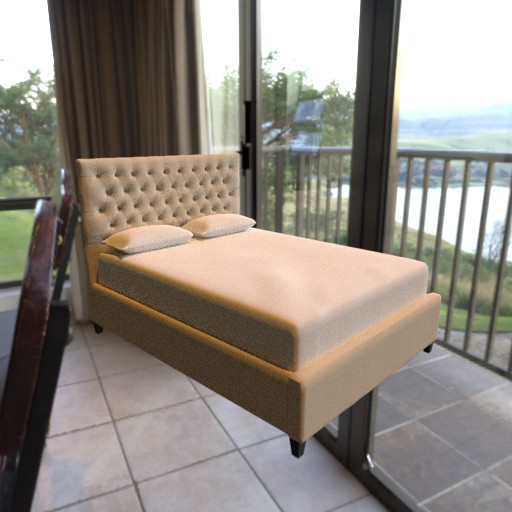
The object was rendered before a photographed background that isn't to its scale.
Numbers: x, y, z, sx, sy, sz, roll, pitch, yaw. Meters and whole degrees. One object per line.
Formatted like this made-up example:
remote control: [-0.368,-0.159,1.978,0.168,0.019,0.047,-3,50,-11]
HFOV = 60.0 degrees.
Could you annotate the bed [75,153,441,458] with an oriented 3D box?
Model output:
bed: [0.000,0.000,3.373,2.233,1.426,1.696,14,21,42]
